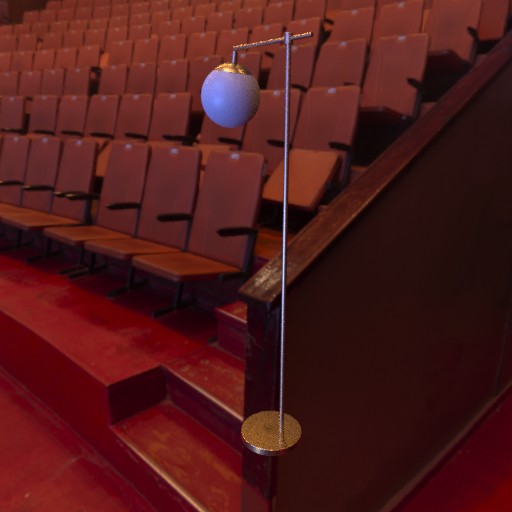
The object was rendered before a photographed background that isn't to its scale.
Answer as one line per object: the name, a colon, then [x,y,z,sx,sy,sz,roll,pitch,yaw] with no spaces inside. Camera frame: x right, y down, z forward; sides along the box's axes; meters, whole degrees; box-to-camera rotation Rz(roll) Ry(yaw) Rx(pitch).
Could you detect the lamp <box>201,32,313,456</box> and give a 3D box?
lamp: [0.000,0.000,1.689,0.249,1.505,0.476,-15,22,-43]
